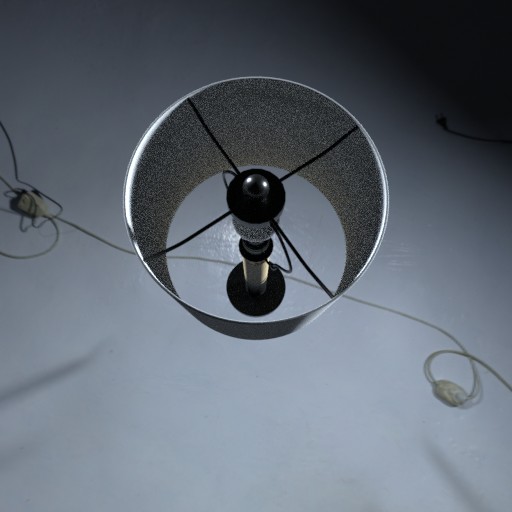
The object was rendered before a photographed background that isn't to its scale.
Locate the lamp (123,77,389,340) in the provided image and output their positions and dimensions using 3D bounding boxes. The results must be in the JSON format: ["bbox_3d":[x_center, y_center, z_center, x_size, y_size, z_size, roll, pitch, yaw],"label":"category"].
[{"bbox_3d":[0.000,0.000,0.795,0.305,0.640,0.305,13,76,3],"label":"lamp"}]
